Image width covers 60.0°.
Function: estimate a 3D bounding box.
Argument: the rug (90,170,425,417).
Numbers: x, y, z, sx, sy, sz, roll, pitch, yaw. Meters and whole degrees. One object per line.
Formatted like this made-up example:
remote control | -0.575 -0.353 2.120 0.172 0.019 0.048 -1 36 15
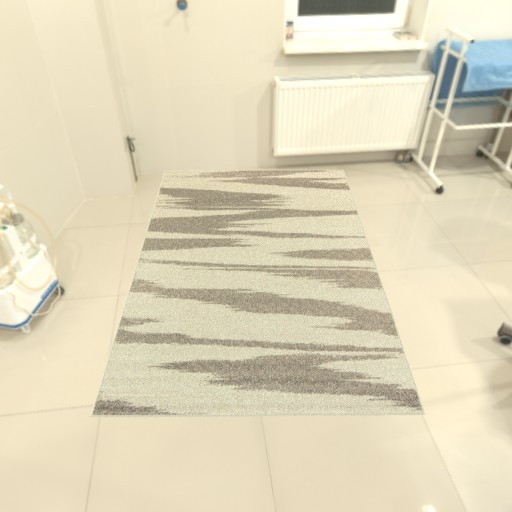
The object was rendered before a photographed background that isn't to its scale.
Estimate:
rug | 0.000 0.000 2.314 1.225 0.008 1.827 0 40 0
